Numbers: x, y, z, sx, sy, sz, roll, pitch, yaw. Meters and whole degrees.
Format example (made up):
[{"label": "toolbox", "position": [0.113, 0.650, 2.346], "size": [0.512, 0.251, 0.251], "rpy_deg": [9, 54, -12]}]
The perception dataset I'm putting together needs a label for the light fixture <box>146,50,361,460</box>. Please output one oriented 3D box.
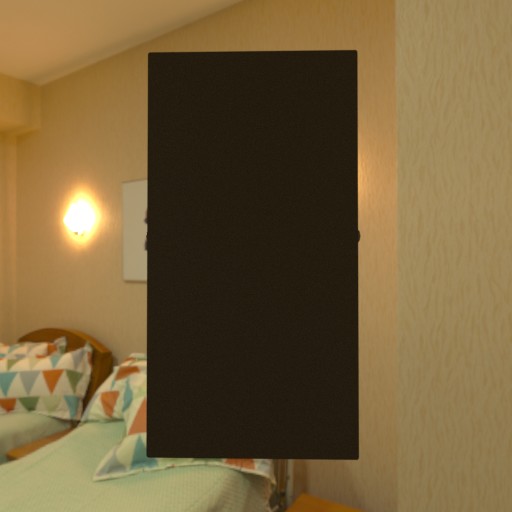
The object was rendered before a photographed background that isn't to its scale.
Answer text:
[{"label": "light fixture", "position": [0.000, 0.000, 0.263], "size": [0.098, 0.179, 0.138], "rpy_deg": [0, -1, 1]}]
